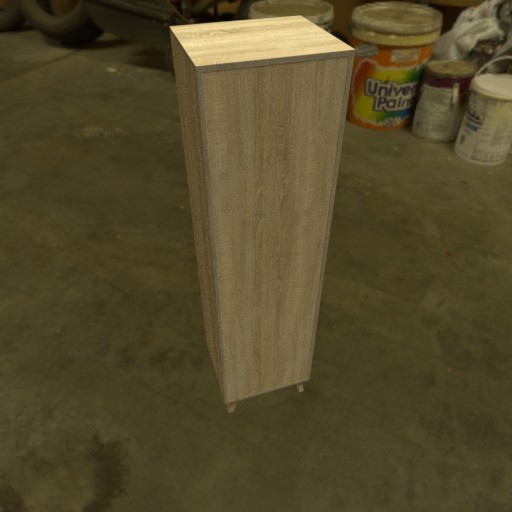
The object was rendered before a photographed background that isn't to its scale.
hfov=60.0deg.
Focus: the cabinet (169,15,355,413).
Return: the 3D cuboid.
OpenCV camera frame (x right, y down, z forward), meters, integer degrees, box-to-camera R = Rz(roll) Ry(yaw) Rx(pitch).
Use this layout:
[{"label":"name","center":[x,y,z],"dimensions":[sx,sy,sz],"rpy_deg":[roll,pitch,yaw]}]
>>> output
[{"label":"cabinet","center":[0.000,0.000,2.140],"dimensions":[0.510,1.960,0.450],"rpy_deg":[-12,43,-13]}]
